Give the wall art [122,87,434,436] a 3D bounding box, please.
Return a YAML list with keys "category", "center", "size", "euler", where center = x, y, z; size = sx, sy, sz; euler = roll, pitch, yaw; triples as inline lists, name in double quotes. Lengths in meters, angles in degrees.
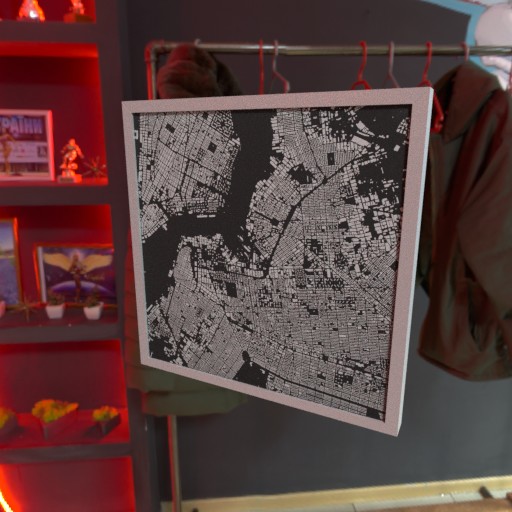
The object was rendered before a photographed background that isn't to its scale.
- category: "wall art"
  center: [0.000, 0.000, 0.744]
  size: [0.506, 0.506, 0.038]
  euler: [7, 17, 26]
